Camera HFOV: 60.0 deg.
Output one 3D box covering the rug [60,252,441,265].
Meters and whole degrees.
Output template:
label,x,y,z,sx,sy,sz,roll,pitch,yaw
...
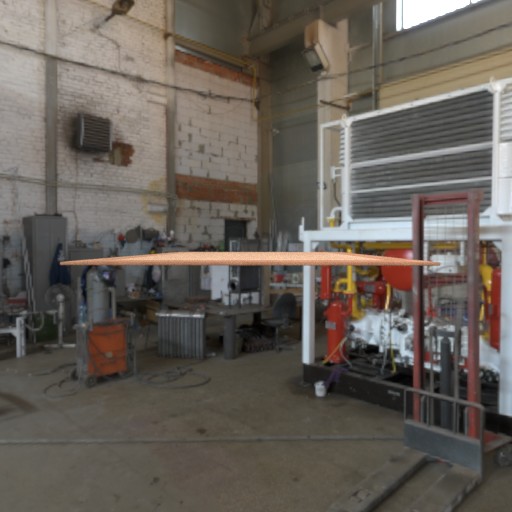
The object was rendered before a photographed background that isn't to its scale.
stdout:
label,x,y,z,sx,sy,sz,roll,pitch,yaw
rug,0.000,0.000,2.984,1.524,0.014,2.438,0,1,2
